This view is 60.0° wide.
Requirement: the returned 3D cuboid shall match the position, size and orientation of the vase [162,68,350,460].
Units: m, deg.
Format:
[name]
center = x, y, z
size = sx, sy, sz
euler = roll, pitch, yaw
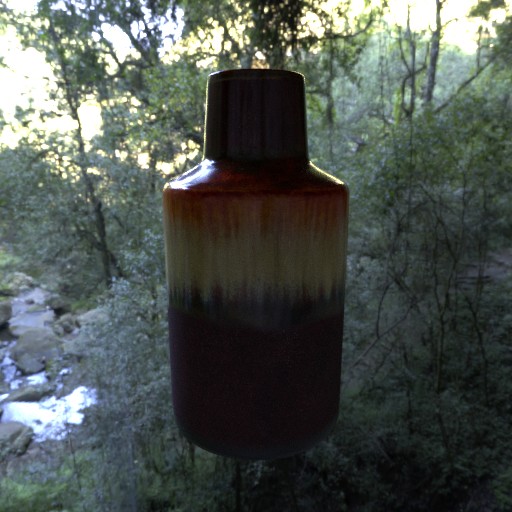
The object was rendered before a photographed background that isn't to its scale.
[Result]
[vase]
center = 0.000, 0.000, 0.268
size = 0.108, 0.204, 0.108
euler = 0, 14, 0
